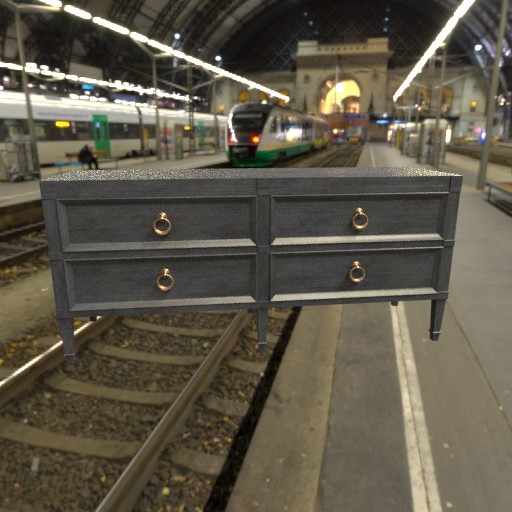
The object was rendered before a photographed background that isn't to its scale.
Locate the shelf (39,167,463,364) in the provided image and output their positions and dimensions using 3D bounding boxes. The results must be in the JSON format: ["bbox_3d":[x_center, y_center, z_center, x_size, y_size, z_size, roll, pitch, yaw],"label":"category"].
[{"bbox_3d":[0.000,0.000,1.942,1.575,0.719,0.479,-2,16,-7],"label":"shelf"}]
